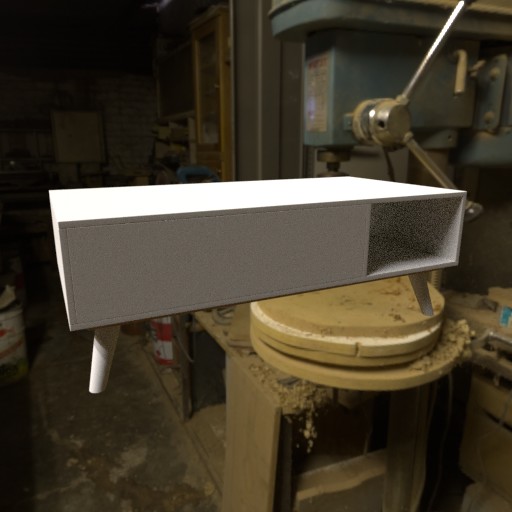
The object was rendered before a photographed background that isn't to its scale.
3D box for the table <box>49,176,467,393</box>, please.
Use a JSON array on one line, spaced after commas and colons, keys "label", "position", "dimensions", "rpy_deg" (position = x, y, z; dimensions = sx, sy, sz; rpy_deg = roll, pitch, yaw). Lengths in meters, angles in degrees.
[{"label": "table", "position": [0.000, 0.000, 1.476], "dimensions": [1.194, 0.432, 0.609], "rpy_deg": [-7, 17, -25]}]
